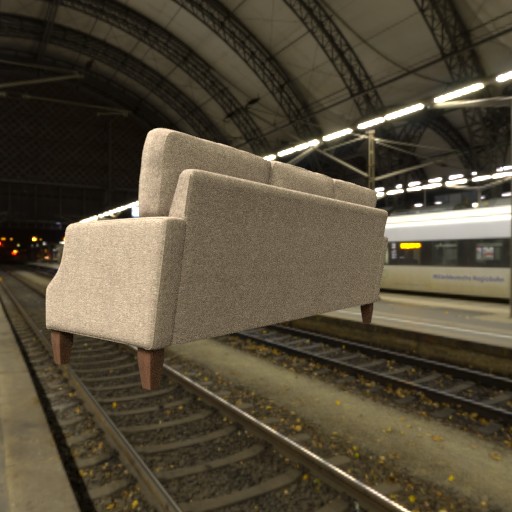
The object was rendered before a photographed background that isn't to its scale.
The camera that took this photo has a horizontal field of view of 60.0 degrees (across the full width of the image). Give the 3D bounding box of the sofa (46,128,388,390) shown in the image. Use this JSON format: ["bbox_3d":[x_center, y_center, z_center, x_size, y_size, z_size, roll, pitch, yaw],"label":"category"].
[{"bbox_3d":[0.000,0.000,2.612,0.888,0.984,2.115,0,0,37],"label":"sofa"}]
